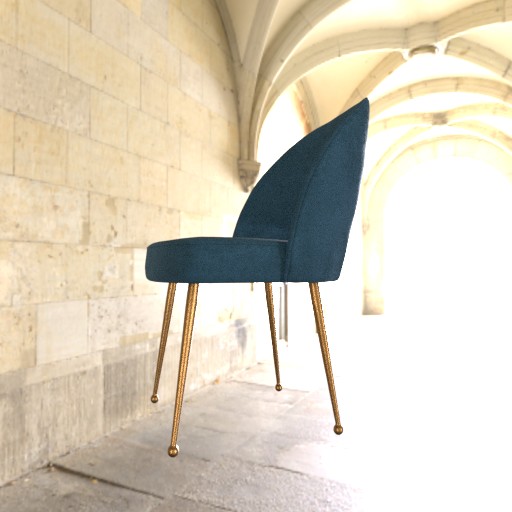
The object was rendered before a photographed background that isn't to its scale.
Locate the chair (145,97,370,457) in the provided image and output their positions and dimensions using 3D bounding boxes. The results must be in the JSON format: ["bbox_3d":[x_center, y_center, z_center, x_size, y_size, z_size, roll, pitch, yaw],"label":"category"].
[{"bbox_3d":[0.000,0.000,1.207,0.577,0.860,0.527,0,-1,-18],"label":"chair"}]
